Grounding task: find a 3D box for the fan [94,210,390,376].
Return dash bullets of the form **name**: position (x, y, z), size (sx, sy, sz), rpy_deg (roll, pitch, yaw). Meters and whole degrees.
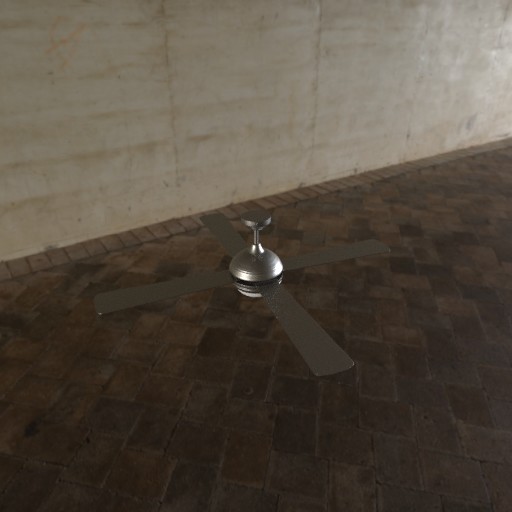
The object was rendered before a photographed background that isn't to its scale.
- **fan**: position (0.000, 0.000, 1.946), size (1.321, 0.381, 1.321), rpy_deg (-1, 29, -2)
